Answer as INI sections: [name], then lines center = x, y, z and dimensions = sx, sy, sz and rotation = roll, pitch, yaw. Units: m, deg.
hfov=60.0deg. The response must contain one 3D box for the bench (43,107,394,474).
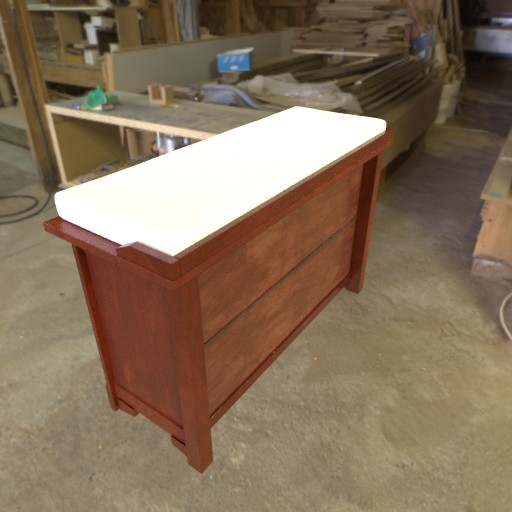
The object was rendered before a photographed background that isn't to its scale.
[bench]
center = 0.000, 0.000, 1.295
dimensions = 0.369, 0.646, 0.987
rotation = 20, 37, 30
